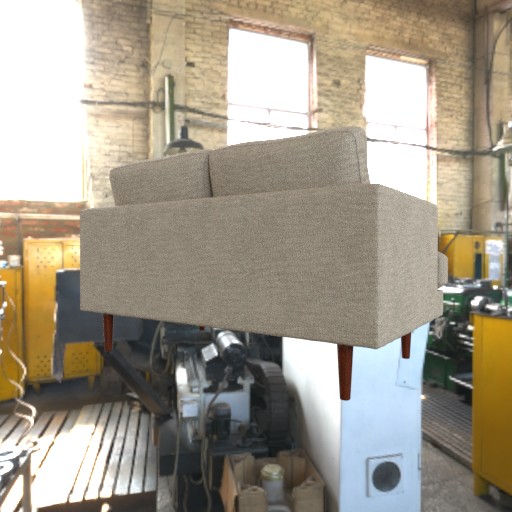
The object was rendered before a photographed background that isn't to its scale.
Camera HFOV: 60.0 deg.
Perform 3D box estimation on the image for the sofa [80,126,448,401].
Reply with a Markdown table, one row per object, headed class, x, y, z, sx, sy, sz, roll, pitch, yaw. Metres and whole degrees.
| class | x | y | z | sx | sy | sz | roll | pitch | yaw |
| --- | --- | --- | --- | --- | --- | --- | --- | --- | --- |
| sofa | 0.000 | 0.000 | 2.150 | 1.582 | 0.944 | 0.903 | 0 | 1 | 35 |
